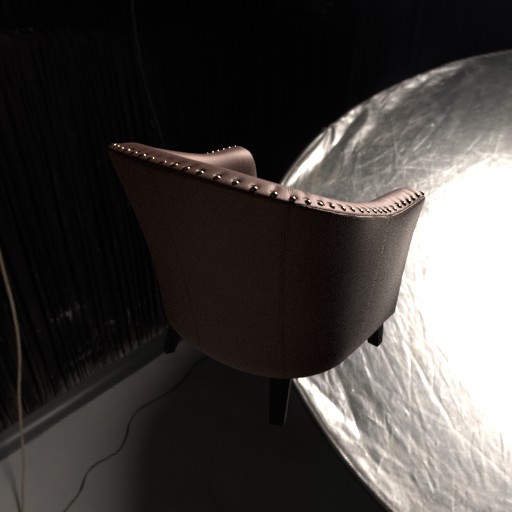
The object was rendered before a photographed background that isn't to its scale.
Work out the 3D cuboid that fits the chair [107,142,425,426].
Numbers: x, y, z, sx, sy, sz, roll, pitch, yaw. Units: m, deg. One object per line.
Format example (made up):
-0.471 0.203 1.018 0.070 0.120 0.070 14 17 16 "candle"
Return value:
0.000 0.000 1.445 0.794 0.823 0.748 23 37 34 "chair"
